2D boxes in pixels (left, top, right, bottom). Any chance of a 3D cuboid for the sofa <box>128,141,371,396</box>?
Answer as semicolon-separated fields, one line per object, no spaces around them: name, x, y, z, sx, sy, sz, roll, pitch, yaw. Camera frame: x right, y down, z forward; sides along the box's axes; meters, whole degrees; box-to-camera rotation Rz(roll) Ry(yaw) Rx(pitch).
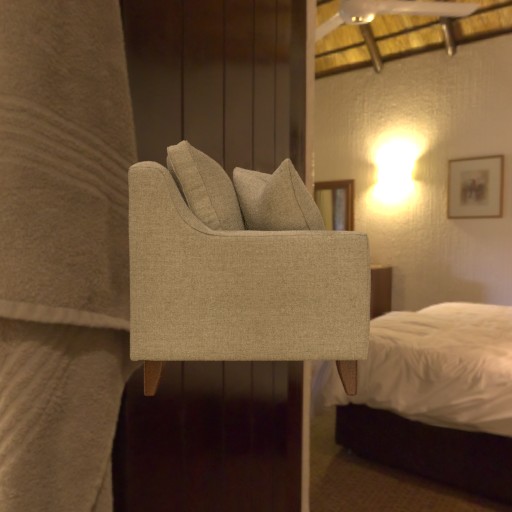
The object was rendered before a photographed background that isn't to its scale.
sofa;0.000;0.000;2.519;0.865;0.914;2.031;0;2;0
